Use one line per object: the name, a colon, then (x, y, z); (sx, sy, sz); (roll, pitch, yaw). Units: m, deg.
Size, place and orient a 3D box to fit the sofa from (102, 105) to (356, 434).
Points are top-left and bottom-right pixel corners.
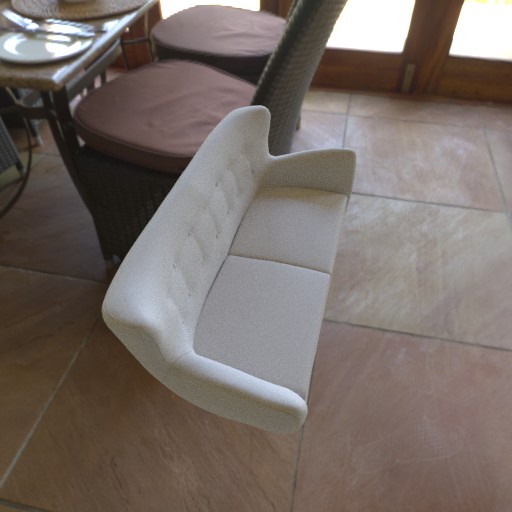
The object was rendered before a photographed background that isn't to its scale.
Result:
sofa: (0.000, 0.000, 2.491); (0.899, 0.890, 1.930); (11, 46, 11)
